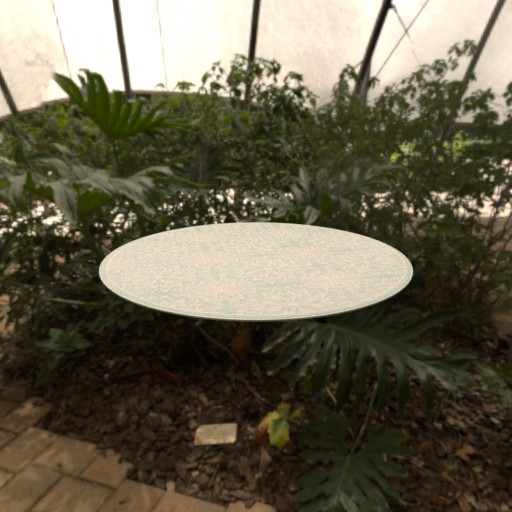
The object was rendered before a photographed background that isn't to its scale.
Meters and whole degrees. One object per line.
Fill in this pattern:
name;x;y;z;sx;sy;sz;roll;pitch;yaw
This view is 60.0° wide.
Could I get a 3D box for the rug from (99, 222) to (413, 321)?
rug;0.000;0.000;2.372;1.593;0.012;1.593;0;17;0
